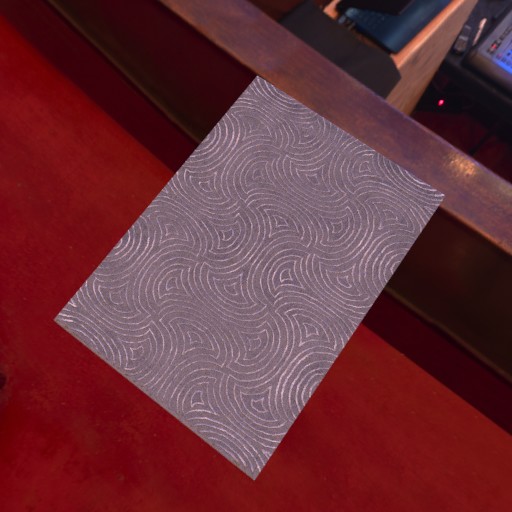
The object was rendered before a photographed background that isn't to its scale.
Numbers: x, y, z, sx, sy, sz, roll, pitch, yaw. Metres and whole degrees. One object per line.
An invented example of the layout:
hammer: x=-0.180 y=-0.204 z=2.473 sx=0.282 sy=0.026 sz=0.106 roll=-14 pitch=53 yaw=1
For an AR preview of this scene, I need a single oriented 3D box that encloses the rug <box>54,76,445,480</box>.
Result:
rug: x=0.000 y=0.000 z=2.843 sx=1.543 sy=0.015 sz=2.144 roll=35 pitch=79 yaw=8
